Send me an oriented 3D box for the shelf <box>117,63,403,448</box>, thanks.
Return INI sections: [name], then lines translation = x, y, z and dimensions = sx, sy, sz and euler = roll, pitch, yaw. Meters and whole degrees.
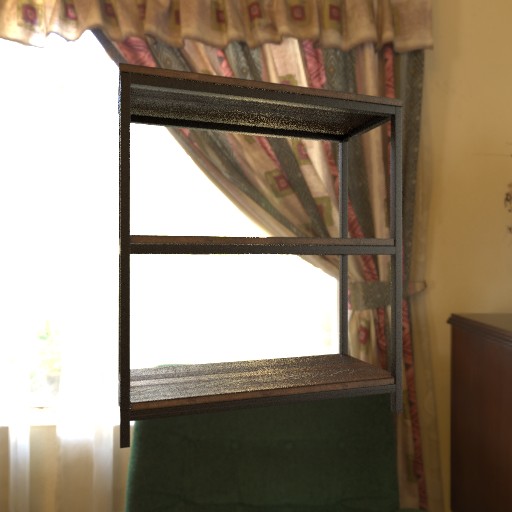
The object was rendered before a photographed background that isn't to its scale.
[shelf]
translation = 0.000, 0.000, 1.381
dimensions = 0.822, 0.947, 0.352
euler = 0, 0, -18
